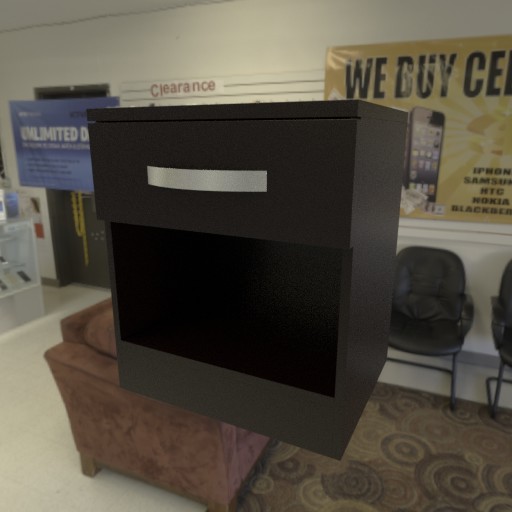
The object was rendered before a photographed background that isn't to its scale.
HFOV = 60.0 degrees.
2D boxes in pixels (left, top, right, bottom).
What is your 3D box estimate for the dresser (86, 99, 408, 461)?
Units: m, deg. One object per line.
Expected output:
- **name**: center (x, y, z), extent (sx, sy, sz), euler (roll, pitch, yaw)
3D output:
- **dresser**: center (0.000, 0.000, 0.751), extent (0.400, 0.470, 0.360), euler (8, 17, 26)
